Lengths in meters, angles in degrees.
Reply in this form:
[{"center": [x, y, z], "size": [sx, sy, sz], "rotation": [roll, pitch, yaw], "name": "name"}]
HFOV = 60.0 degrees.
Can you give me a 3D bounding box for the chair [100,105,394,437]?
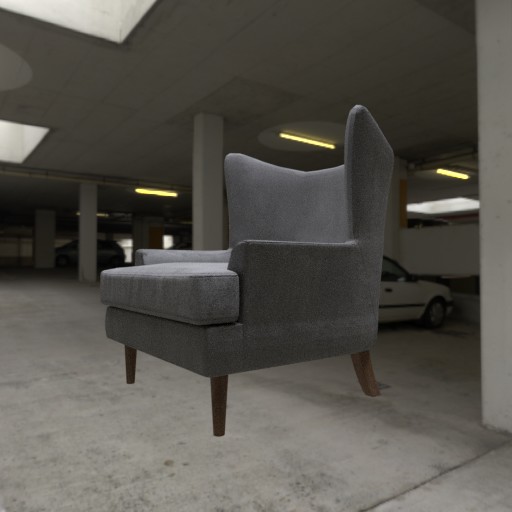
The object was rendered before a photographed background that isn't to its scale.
[{"center": [0.000, 0.000, 1.621], "size": [0.906, 0.950, 0.784], "rotation": [1, -2, -36], "name": "chair"}]
